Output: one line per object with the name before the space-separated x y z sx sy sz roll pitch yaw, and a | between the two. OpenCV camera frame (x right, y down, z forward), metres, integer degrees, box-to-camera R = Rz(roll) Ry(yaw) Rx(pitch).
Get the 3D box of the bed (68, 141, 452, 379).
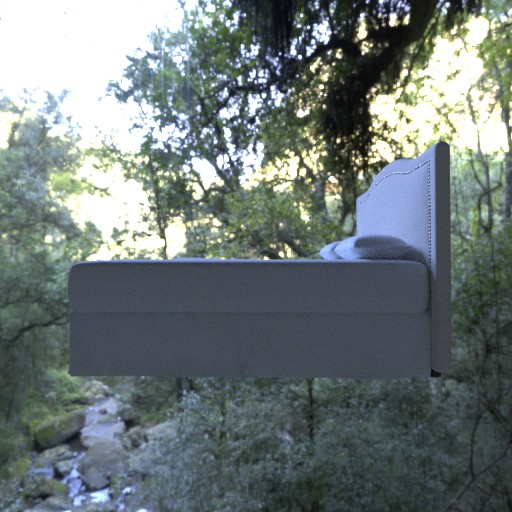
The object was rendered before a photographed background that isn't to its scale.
bed | 0.000 0.000 3.465 2.182 1.421 2.083 0 -1 1
